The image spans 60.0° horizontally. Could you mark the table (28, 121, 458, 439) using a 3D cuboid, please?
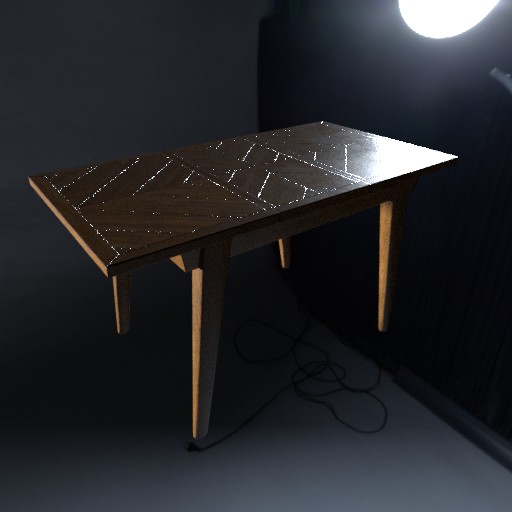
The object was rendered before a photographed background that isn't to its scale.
[{"bbox_3d":[0.000,0.000,1.817,1.400,0.760,0.757,-20,35,-31],"label":"table"}]
